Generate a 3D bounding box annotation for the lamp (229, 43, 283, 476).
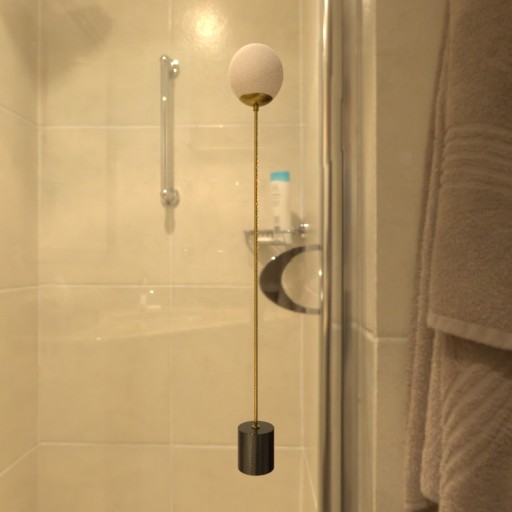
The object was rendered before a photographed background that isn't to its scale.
[{"bbox_3d":[0.000,0.000,1.841,0.229,1.748,0.229,0,0,-36],"label":"lamp"}]
